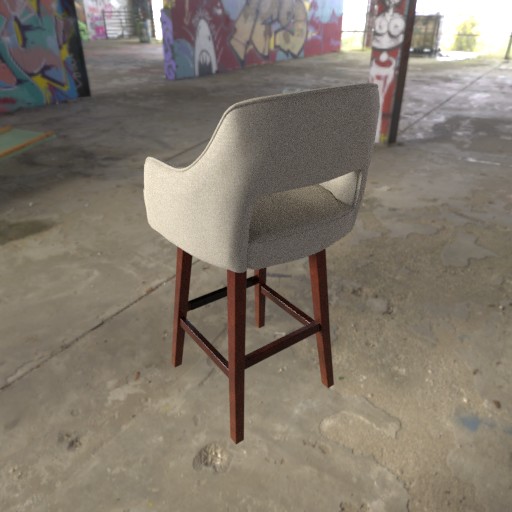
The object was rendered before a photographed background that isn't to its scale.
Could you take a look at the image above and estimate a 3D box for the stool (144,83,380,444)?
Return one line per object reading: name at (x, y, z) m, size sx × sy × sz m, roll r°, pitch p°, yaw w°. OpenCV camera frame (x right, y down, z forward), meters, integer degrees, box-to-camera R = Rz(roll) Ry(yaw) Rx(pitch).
stool at (0.000, 0.000, 1.357) m, size 0.550 × 1.041 × 0.560 m, roll -20°, pitch 35°, yaw -31°
